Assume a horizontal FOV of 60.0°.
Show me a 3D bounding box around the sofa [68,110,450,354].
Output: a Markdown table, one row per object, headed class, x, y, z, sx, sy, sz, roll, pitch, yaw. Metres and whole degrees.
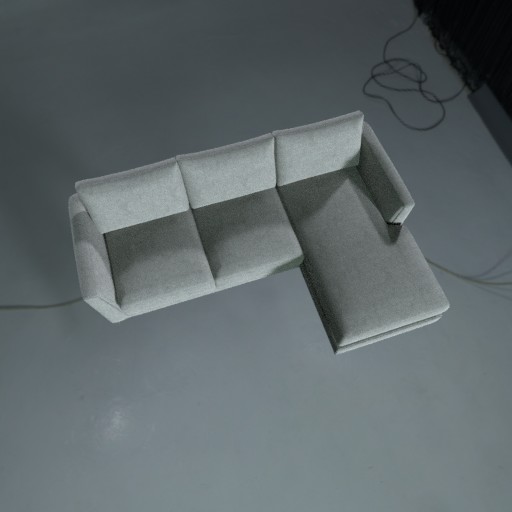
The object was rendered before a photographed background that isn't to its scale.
| class | x | y | z | sx | sy | sz | roll | pitch | yaw |
| --- | --- | --- | --- | --- | --- | --- | --- | --- | --- |
| sofa | 0.000 | 0.000 | 3.269 | 2.438 | 0.864 | 1.626 | -16 | 65 | -8 |
